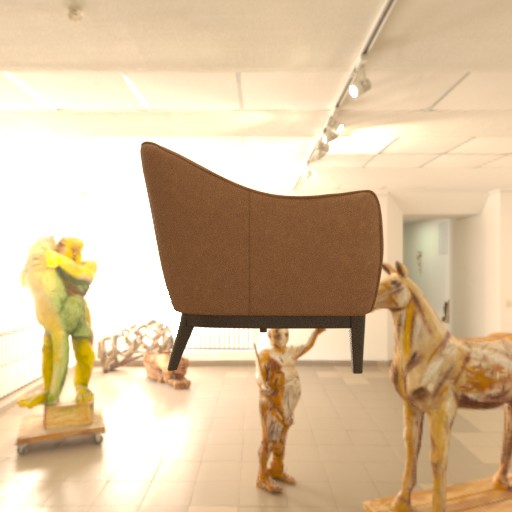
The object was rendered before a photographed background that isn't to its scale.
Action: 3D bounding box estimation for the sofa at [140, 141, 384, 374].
[{"bbox_3d":[0.000,0.000,2.420,0.869,0.830,1.928,0,0,0],"label":"sofa"}]
